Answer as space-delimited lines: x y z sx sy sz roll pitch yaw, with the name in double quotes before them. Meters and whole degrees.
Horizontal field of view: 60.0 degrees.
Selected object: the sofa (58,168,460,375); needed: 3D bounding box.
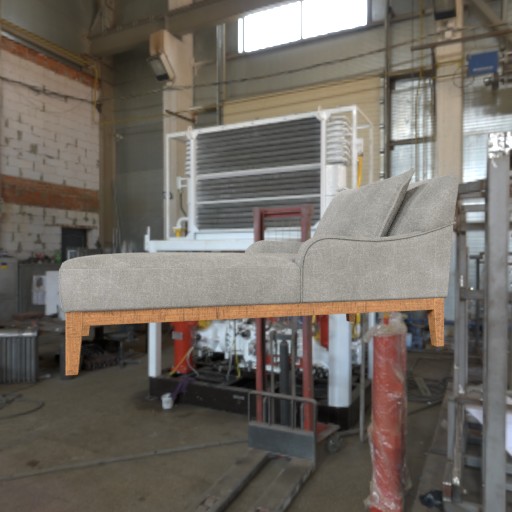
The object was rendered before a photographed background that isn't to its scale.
"sofa" 0.000 0.000 2.271 1.779 0.859 0.894 0 0 -18
